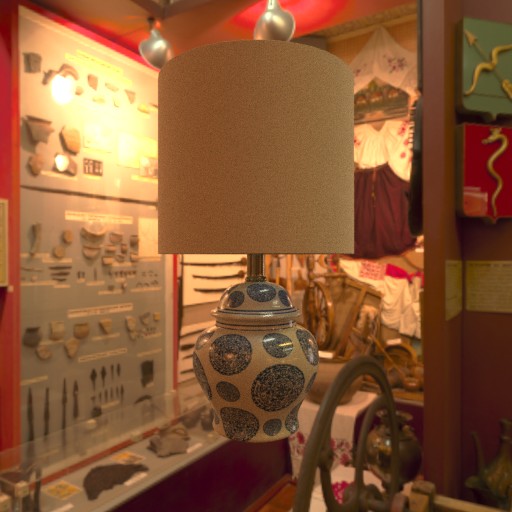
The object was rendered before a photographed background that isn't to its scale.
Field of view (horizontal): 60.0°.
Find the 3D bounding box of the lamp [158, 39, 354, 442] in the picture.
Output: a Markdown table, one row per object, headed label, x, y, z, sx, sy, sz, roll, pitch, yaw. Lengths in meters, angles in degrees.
| label | x | y | z | sx | sy | sz | roll | pitch | yaw |
| --- | --- | --- | --- | --- | --- | --- | --- | --- | --- |
| lamp | 0.000 | 0.000 | 0.497 | 0.215 | 0.381 | 0.215 | 0 | 0 | 34 |
